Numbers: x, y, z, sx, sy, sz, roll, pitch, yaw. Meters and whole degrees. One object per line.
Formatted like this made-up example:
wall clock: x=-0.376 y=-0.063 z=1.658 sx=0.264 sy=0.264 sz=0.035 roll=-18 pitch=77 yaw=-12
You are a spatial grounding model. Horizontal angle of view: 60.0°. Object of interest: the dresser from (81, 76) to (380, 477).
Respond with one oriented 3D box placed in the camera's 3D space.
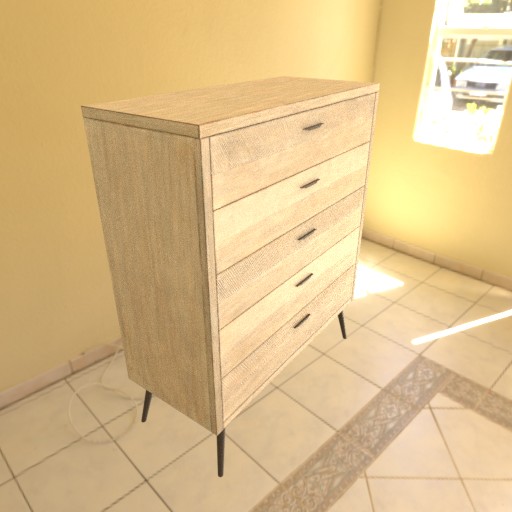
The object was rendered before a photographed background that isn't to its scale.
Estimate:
dresser: x=0.000 y=0.000 z=1.749 sx=0.457 sy=1.219 sz=1.016 roll=19 pitch=33 yaw=32
